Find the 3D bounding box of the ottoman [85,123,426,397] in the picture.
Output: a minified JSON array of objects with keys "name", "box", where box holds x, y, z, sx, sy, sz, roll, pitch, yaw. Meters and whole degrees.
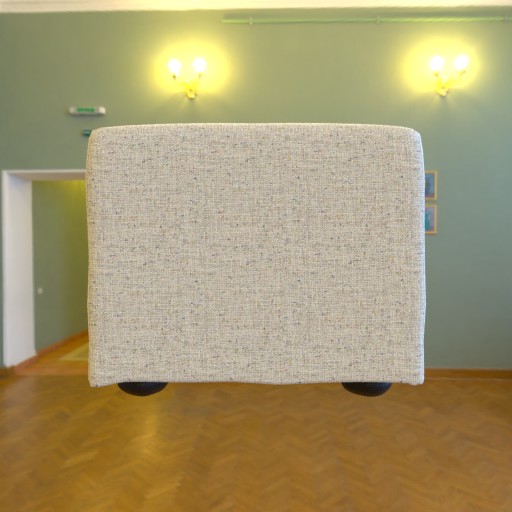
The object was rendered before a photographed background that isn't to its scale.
[{"name":"ottoman","box":[0.000,0.000,0.913,0.521,0.453,0.512,0,1,0]}]
